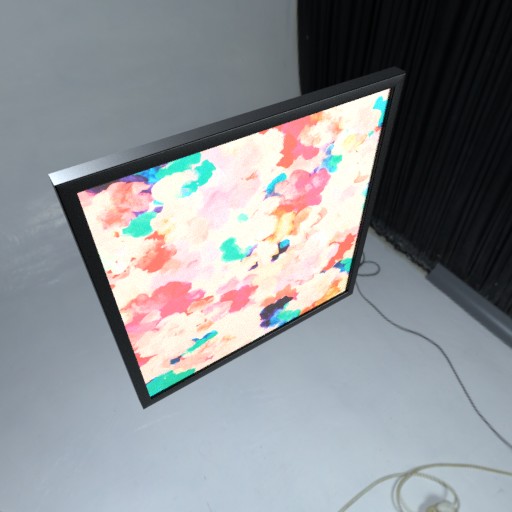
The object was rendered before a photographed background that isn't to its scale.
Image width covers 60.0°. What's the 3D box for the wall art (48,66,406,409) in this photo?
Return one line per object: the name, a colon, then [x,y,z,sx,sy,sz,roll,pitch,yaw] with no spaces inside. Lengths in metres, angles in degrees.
wall art: [0.000,0.000,1.100,0.756,0.755,0.036,-25,50,-22]
